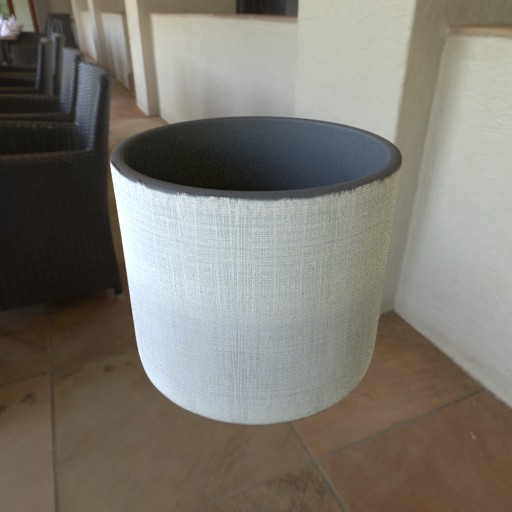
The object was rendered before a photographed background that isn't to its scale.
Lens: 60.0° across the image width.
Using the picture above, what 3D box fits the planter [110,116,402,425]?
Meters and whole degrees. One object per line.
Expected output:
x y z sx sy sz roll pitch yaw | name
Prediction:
0.000 0.000 0.397 0.226 0.201 0.226 0 29 0 | planter
